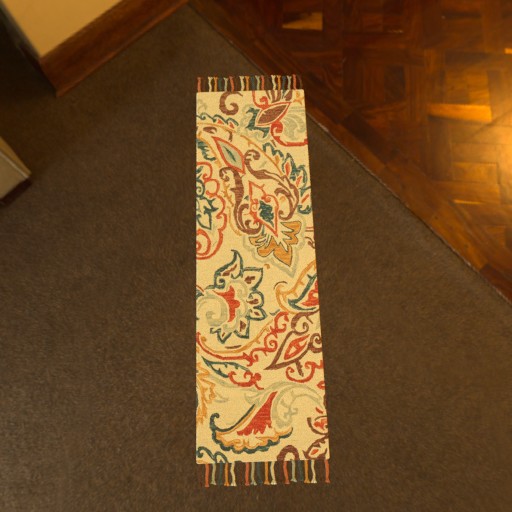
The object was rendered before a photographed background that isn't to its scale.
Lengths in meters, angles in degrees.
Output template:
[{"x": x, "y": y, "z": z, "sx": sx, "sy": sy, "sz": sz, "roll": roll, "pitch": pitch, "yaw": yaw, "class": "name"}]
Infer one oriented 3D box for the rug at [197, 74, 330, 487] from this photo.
[{"x": 0.000, "y": 0.000, "z": 2.855, "sx": 0.763, "sy": 0.015, "sz": 2.682, "roll": -2, "pitch": 75, "yaw": 0, "class": "rug"}]
